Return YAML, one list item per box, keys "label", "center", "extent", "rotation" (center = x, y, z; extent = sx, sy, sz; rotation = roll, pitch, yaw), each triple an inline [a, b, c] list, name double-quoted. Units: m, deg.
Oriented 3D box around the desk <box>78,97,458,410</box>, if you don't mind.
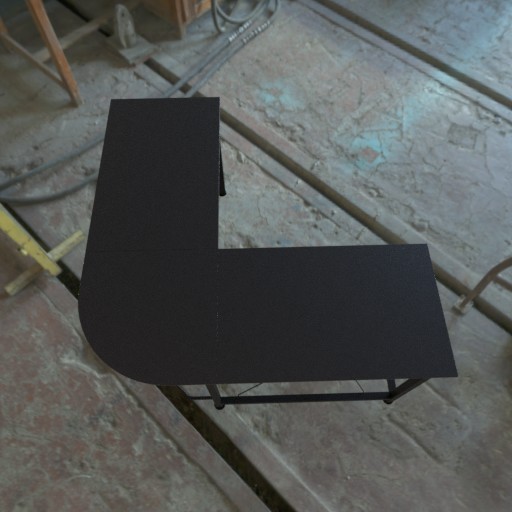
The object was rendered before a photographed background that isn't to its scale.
- label: "desk"
  center: [0.000, 0.000, 2.225]
  extent: [1.400, 0.762, 1.400]
  rotation: [-1, 63, -1]
